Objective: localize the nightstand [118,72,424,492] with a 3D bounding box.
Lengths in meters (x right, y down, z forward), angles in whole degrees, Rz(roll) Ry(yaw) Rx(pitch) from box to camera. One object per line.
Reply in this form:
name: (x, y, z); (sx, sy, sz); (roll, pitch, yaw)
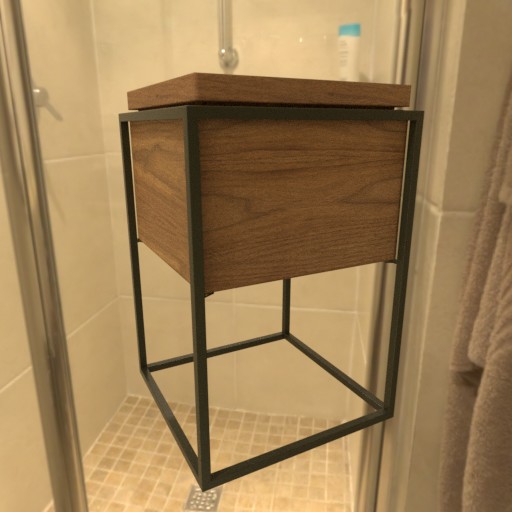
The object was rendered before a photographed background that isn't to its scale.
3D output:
nightstand: (0.000, 0.000, 0.857); (0.397, 0.607, 0.397); (-8, 18, -27)
